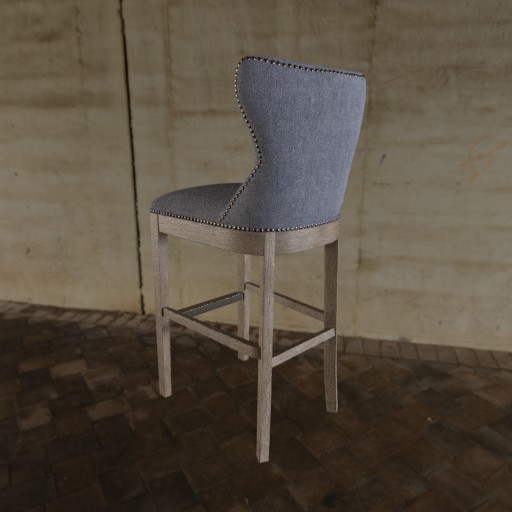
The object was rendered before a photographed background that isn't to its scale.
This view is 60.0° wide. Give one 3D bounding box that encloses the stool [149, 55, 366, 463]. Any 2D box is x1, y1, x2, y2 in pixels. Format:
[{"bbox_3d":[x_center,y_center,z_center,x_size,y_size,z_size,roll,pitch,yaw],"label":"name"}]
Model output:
[{"bbox_3d":[0.000,0.000,1.453,0.494,1.123,0.606,-14,21,-42],"label":"stool"}]
